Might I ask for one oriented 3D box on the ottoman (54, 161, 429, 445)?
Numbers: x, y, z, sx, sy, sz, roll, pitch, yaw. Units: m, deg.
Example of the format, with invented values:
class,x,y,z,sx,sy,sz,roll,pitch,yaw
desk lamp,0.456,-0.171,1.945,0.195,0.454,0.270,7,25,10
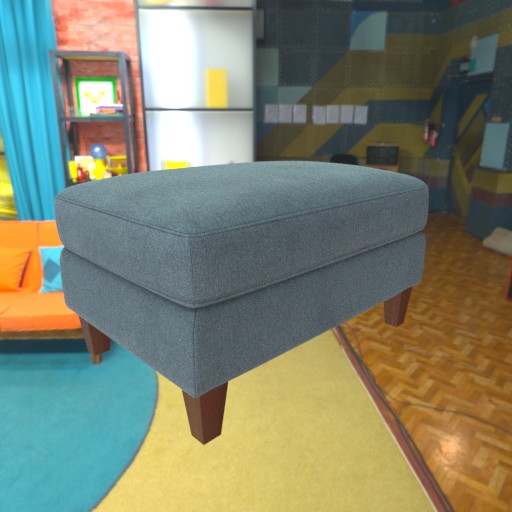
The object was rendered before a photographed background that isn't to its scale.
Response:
class,x,y,z,sx,sy,sz,roll,pitch,yaw
ottoman,0.000,0.000,1.208,0.864,0.483,0.584,-16,23,-42
